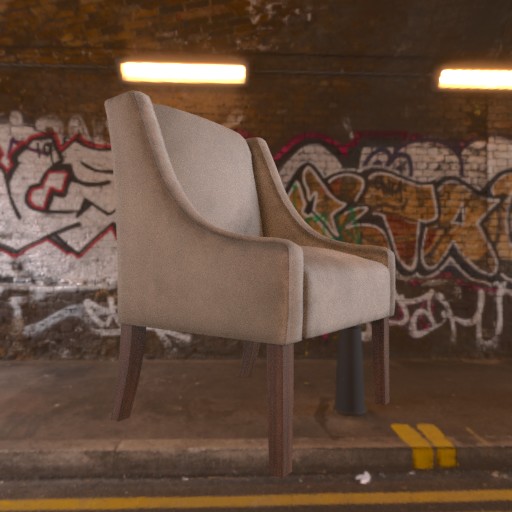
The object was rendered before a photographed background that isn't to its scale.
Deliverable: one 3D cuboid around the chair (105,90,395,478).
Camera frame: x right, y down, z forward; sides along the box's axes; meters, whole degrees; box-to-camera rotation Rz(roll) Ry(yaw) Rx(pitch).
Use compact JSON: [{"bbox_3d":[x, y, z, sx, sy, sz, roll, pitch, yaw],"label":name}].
[{"bbox_3d":[0.000,0.000,1.294,0.629,0.895,0.629,-1,-1,37],"label":"chair"}]
